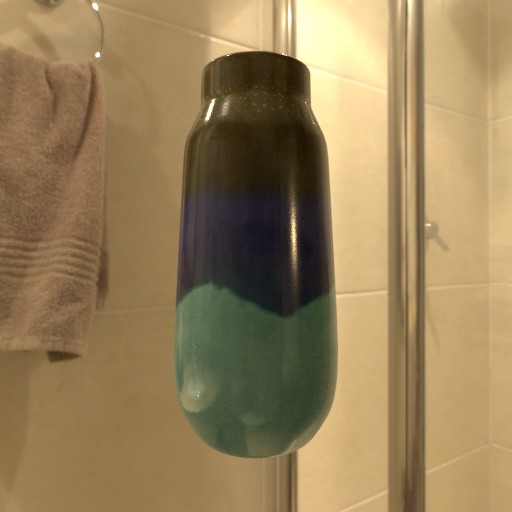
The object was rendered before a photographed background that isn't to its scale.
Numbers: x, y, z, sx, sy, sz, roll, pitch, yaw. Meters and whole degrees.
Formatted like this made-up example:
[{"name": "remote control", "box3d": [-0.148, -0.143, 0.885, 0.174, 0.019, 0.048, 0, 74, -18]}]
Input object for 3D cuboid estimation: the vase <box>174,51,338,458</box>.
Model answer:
[{"name": "vase", "box3d": [0.000, 0.000, 0.380, 0.139, 0.313, 0.139, 0, 0, 0]}]
